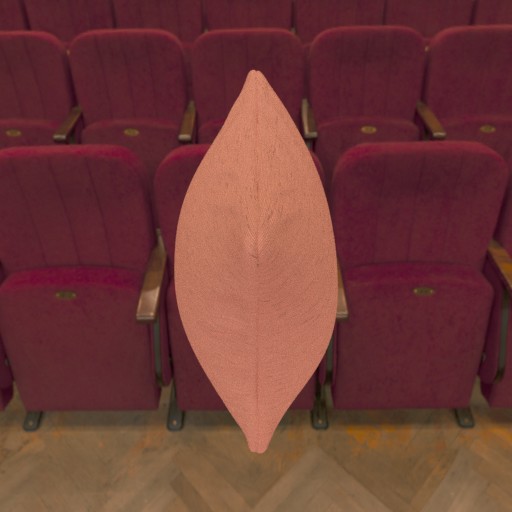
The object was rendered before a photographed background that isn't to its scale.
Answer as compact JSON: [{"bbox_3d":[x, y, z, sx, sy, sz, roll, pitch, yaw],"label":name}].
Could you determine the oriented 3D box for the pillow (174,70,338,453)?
[{"bbox_3d":[0.000,0.000,0.679,0.246,0.415,0.432,0,42,0],"label":"pillow"}]
